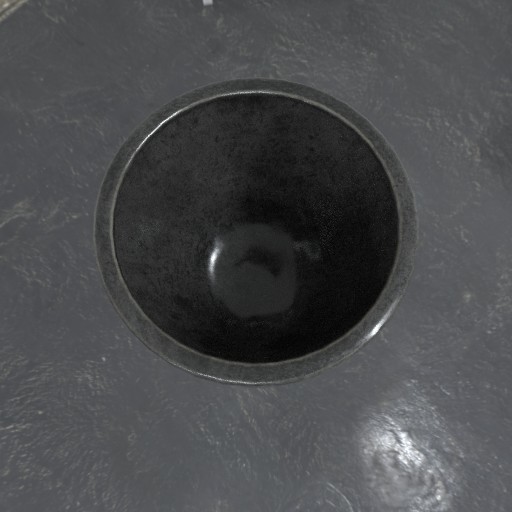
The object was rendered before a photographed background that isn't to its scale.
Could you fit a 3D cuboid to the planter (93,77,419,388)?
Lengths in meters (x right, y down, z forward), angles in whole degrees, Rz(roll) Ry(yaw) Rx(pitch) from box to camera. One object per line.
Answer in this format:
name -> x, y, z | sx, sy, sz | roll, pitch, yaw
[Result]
planter -> 0.000, 0.000, 0.249 | 0.140, 0.129, 0.140 | 0, 75, 0
